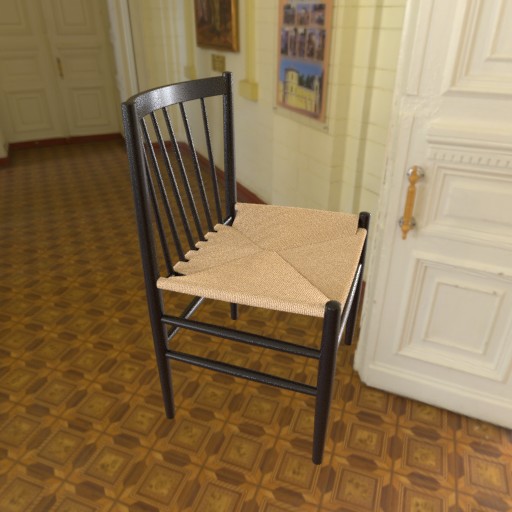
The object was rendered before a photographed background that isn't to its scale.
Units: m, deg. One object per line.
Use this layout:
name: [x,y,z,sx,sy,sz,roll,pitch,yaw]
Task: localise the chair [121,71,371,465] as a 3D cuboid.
chair: [0.000,0.000,1.139,0.516,0.818,0.495,10,31,17]
